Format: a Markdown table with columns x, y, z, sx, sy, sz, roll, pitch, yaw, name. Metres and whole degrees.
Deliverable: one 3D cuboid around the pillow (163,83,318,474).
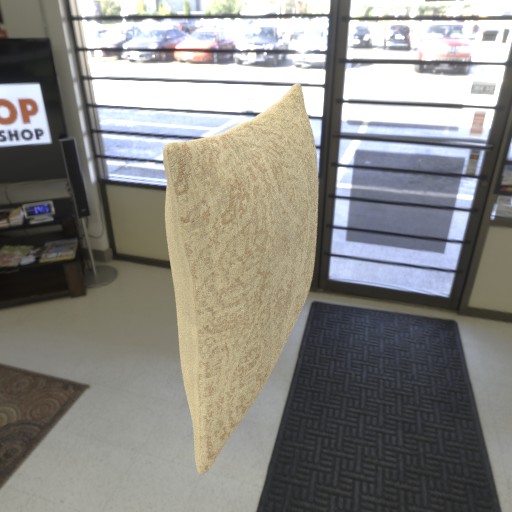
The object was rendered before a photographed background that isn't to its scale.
| x | y | z | sx | sy | sz | roll | pitch | yaw | name |
| --- | --- | --- | --- | --- | --- | --- | --- | --- | --- |
| 0.000 | 0.000 | 0.778 | 0.166 | 0.510 | 0.523 | 10 | 30 | 18 | pillow |
